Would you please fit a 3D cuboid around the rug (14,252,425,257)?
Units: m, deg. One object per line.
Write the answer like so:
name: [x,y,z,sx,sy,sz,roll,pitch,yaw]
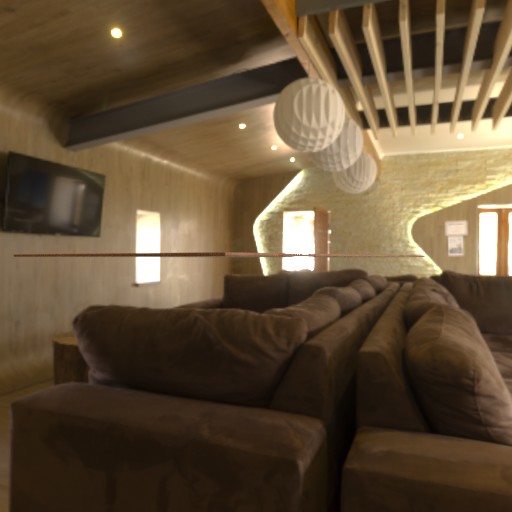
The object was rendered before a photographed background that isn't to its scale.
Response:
rug: [0.000,0.000,2.964,1.524,0.014,2.438,0,0,36]
